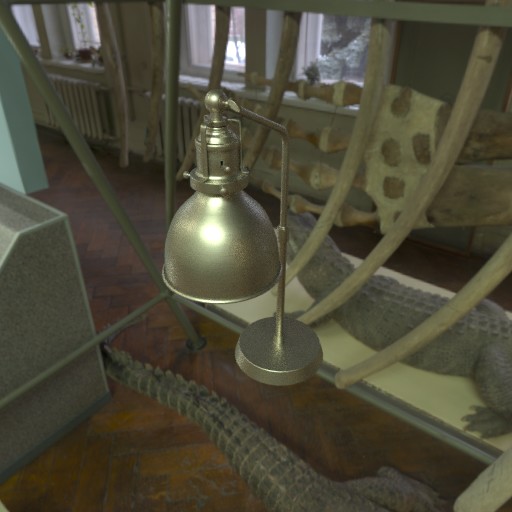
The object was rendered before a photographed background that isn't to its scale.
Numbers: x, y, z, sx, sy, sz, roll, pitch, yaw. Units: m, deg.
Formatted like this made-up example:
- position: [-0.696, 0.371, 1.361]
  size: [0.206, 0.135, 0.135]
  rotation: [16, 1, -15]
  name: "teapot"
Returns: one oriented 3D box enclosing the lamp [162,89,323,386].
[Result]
- position: [0.000, 0.000, 0.610]
  size: [0.153, 0.456, 0.286]
  rotation: [21, 37, 31]
  name: "lamp"
